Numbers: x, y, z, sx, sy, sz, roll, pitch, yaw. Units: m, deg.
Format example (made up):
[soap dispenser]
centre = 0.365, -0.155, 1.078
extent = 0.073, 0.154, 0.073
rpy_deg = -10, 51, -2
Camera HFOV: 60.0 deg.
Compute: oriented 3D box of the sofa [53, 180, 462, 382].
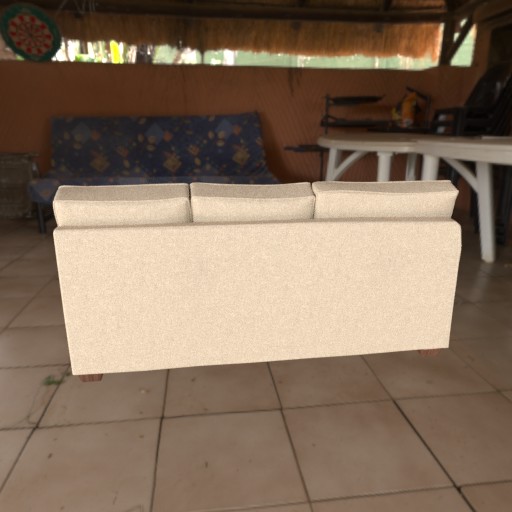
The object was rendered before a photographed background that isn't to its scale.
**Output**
[sofa]
centre = 0.000, 0.000, 2.608
extent = 1.962, 0.946, 1.034
rpy_deg = -2, 16, -8
